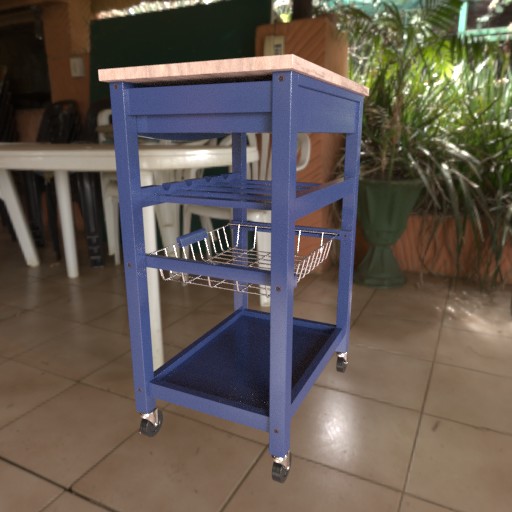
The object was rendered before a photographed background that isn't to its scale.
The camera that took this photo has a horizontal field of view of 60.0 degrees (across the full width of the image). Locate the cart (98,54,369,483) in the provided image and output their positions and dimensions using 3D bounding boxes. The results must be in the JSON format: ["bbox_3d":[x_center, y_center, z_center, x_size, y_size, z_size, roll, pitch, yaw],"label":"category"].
[{"bbox_3d":[0.000,0.000,1.133,0.403,0.839,0.584,7,17,24],"label":"cart"}]
